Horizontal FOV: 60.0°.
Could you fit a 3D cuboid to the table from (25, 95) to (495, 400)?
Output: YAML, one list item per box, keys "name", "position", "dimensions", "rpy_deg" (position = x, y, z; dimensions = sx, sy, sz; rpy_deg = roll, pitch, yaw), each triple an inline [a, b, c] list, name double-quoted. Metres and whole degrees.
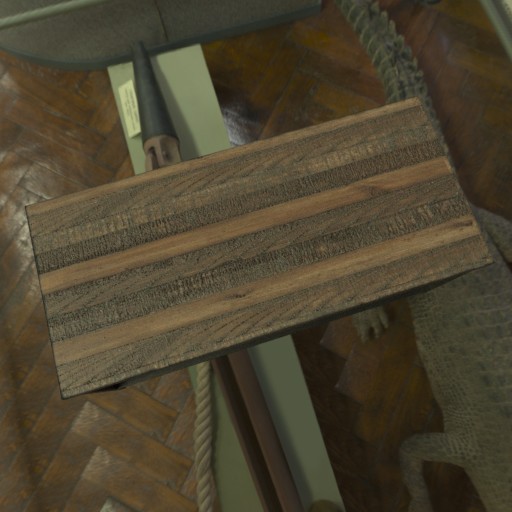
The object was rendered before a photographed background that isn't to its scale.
- name: "table"
  position: [0.000, 0.000, 1.209]
  dimensions: [0.990, 0.399, 0.452]
  rpy_deg: [-17, 76, -4]
